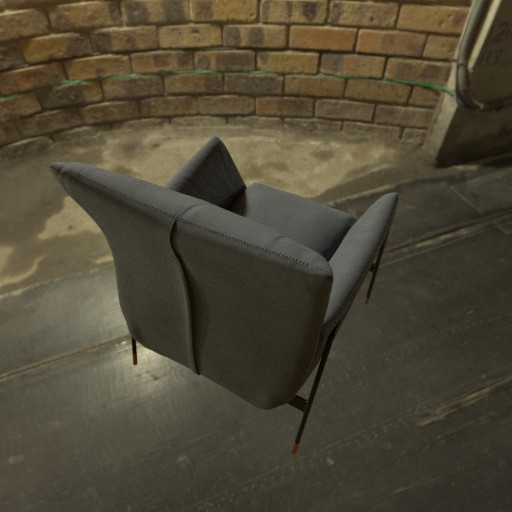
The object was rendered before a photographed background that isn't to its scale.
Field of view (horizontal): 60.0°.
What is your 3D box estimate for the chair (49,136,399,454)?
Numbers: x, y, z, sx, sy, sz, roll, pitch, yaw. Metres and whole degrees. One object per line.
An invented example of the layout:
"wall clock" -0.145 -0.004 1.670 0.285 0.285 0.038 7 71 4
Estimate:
"chair" 0.000 0.000 1.362 0.678 0.858 0.709 22 51 19
